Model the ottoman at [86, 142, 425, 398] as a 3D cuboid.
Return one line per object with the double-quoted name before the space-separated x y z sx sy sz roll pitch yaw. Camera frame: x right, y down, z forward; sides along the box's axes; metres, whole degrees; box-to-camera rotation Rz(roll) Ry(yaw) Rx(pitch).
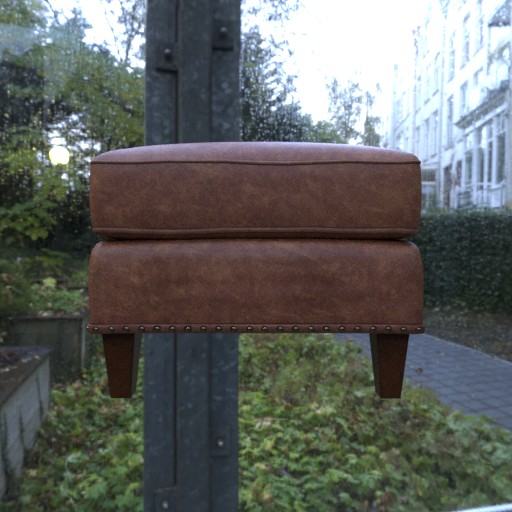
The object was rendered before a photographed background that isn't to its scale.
"ottoman" 0.000 0.000 1.111 0.586 0.486 0.742 0 2 0
